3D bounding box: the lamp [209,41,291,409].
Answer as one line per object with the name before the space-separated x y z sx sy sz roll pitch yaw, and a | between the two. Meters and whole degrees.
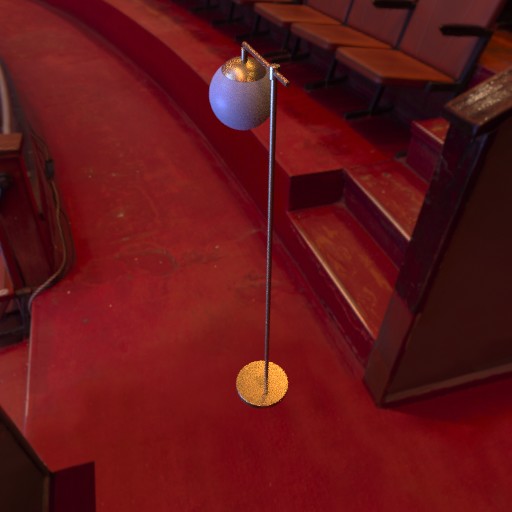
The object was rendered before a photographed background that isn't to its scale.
lamp | 0.000 0.000 1.710 0.249 1.505 0.476 -13 43 -14
